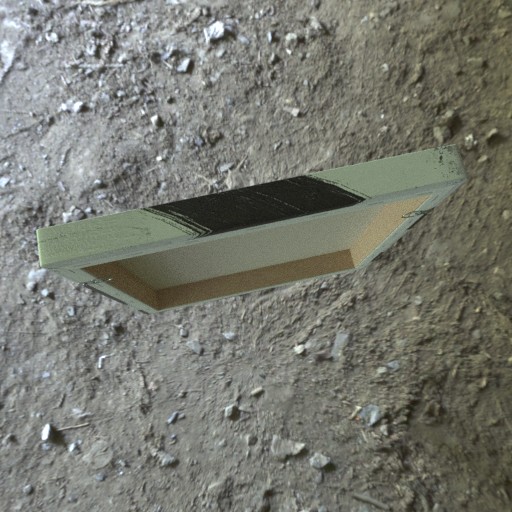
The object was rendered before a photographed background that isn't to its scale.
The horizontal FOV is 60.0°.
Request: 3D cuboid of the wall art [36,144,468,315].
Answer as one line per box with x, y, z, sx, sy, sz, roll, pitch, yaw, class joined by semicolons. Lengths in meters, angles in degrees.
0.000;0.000;0.760;0.507;0.508;0.050;-12;77;-3;wall art
